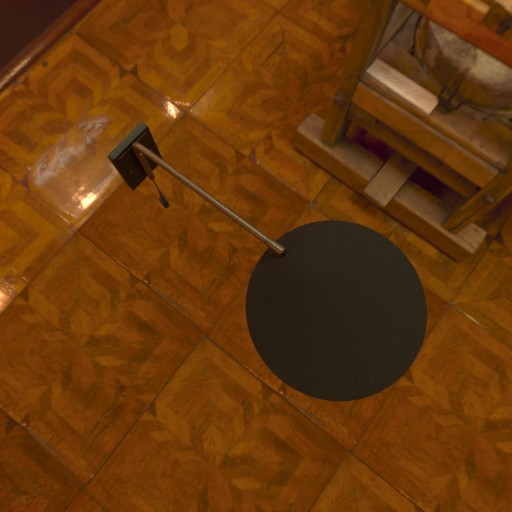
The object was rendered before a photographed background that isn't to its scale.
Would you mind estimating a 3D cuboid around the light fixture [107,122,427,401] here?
[{"bbox_3d":[0.000,0.000,0.686,0.516,0.312,0.240,39,79,9],"label":"light fixture"}]
